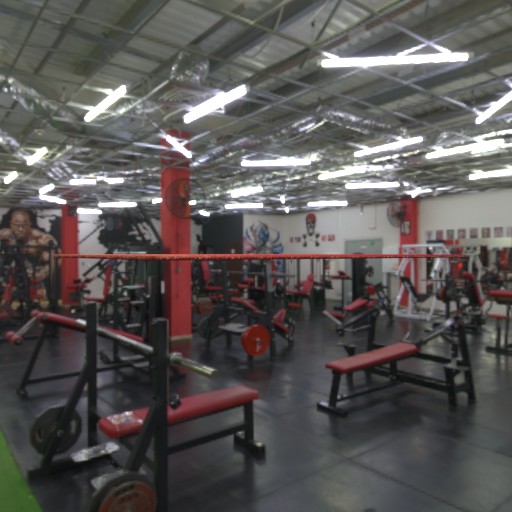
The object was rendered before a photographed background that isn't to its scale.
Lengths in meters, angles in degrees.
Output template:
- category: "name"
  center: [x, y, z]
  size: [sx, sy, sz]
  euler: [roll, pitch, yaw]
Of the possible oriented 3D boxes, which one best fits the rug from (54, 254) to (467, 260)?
- category: "rug"
  center: [0.000, 0.000, 3.958]
  size: [2.905, 0.028, 2.340]
  euler: [0, 0, -36]
